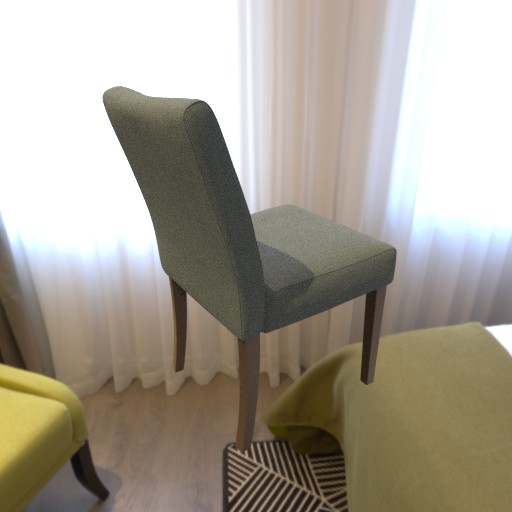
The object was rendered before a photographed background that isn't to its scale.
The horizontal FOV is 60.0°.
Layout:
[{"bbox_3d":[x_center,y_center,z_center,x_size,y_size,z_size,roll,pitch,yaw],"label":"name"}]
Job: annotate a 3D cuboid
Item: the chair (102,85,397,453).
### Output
[{"bbox_3d":[0.000,0.000,1.225,0.629,0.882,0.487,-16,30,-31],"label":"chair"}]
